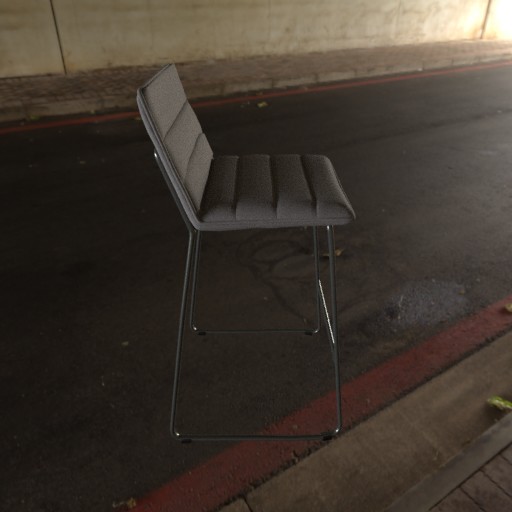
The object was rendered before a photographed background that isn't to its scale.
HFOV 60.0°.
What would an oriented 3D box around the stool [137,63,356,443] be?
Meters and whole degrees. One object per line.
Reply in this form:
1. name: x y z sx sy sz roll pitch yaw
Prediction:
1. stool: 0.000 0.000 1.237 0.490 0.960 0.490 0 31 0
